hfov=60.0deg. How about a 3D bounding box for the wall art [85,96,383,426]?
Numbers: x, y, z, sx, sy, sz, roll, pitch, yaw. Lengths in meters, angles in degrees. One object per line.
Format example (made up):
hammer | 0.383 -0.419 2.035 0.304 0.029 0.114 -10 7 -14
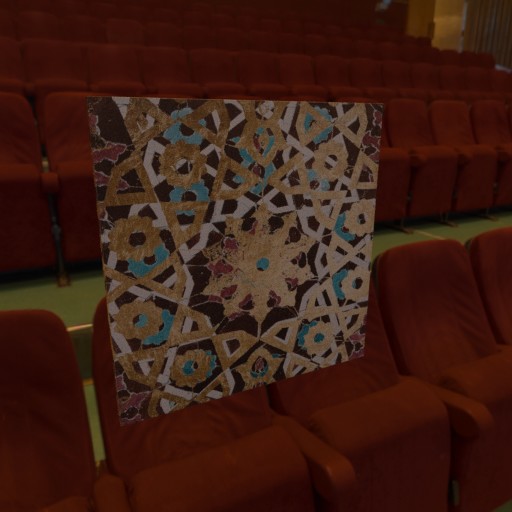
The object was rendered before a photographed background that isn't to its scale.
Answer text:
wall art | 0.000 0.000 1.152 0.757 0.762 0.028 -8 19 -26
